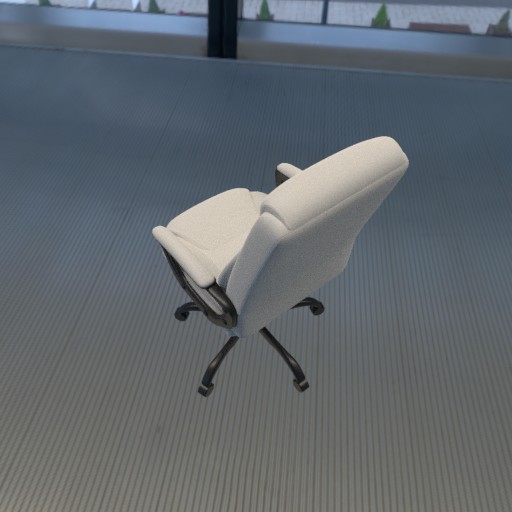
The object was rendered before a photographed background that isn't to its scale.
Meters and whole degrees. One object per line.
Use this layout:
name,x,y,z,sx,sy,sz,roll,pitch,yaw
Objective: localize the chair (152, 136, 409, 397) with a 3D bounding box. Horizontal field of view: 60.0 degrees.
chair,0.000,0.000,1.489,0.663,1.065,0.669,-31,55,-25
